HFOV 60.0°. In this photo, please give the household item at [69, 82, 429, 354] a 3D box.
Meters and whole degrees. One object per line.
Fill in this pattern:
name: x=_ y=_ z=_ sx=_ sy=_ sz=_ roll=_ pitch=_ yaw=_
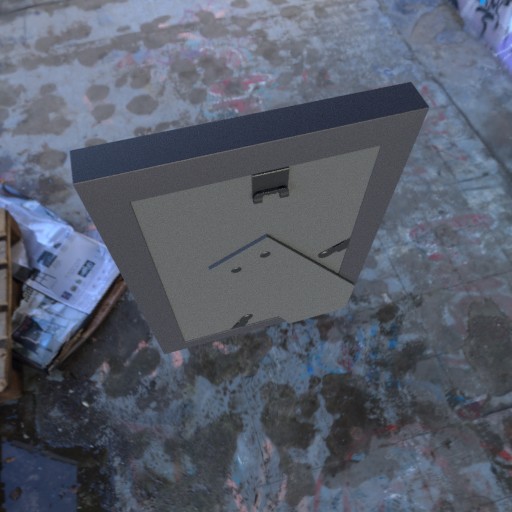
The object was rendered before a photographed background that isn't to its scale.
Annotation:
household item: x=0.000 y=0.000 z=0.238 sx=0.133 sy=0.178 sz=0.022 roll=-14 pitch=60 yaw=-8
